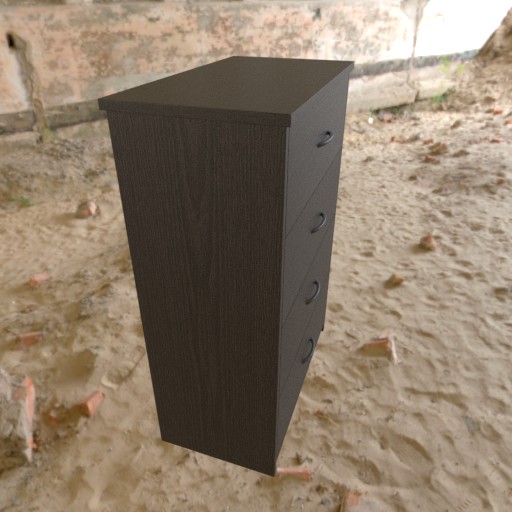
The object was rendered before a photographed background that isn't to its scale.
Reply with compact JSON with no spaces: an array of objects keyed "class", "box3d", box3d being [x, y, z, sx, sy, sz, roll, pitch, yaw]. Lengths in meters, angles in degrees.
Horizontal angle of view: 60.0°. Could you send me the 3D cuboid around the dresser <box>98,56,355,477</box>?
[{"class":"dresser","box3d":[0.000,0.000,1.340,0.399,1.020,0.704,10,32,17]}]
